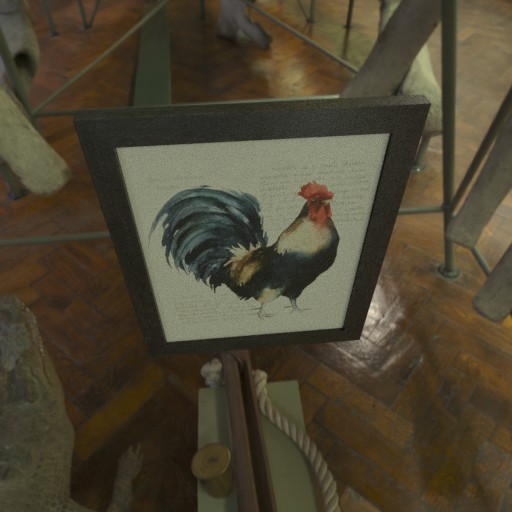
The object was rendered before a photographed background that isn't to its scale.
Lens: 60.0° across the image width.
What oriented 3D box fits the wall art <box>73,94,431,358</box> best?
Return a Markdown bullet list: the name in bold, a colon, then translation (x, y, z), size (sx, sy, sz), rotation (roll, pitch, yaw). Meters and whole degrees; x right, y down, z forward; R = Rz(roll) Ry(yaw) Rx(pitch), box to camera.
- **wall art**: translation (0.000, 0.000, 0.808), size (0.479, 0.580, 0.027), rotation (-4, 46, -4)
